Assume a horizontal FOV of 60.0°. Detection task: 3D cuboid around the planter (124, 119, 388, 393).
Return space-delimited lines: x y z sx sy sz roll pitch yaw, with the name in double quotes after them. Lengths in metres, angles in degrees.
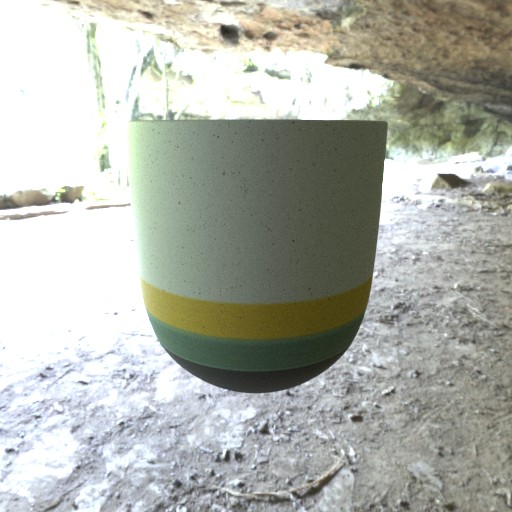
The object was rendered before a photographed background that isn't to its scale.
0.000 0.000 0.369 0.195 0.214 0.195 0 16 0 "planter"
